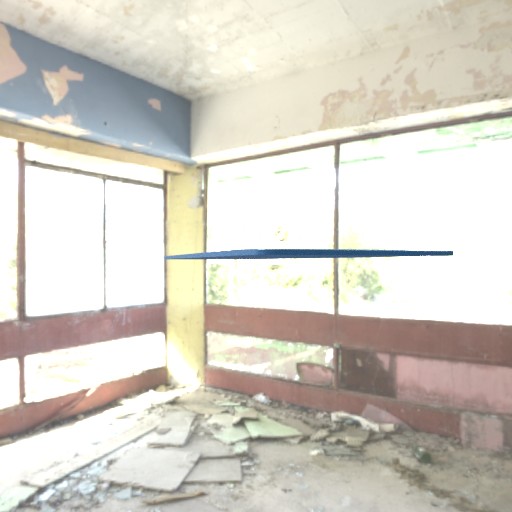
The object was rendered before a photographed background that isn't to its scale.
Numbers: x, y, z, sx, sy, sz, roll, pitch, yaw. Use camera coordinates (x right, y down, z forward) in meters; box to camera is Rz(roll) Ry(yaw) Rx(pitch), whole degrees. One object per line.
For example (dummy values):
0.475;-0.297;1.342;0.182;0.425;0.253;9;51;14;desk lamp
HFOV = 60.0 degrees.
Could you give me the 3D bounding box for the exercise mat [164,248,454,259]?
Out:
0.000;0.000;2.062;0.616;0.021;1.869;0;-1;-19;exercise mat
